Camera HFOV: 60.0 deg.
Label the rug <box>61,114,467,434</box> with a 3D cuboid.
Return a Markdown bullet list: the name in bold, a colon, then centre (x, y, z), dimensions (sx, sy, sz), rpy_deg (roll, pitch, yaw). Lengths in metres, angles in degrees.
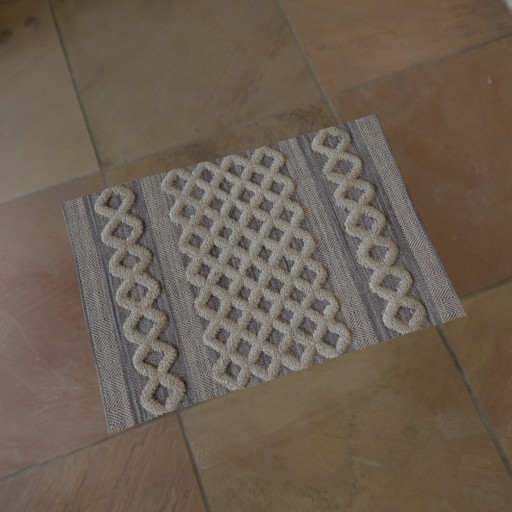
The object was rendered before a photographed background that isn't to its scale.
- **rug**: centre (0.000, 0.000, 2.290), dimensions (1.823, 0.030, 1.222), rpy_deg (-17, 74, -5)
